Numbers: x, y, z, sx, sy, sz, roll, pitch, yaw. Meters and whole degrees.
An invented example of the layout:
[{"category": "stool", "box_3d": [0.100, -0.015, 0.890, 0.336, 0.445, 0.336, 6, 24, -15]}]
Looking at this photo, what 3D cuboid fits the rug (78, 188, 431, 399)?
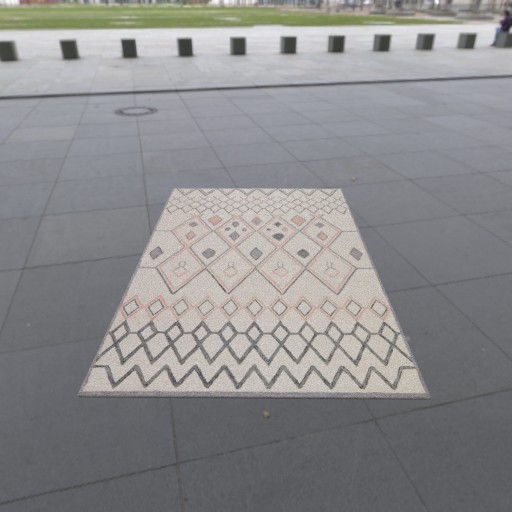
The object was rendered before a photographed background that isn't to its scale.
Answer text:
[{"category": "rug", "box_3d": [0.000, 0.000, 2.960, 1.524, 0.015, 2.438, 0, 30, 0]}]
